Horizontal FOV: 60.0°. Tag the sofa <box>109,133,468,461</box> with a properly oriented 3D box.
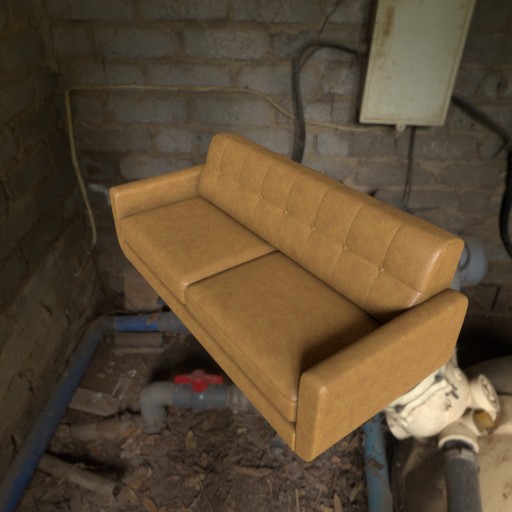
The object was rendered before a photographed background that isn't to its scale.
[{"bbox_3d":[0.000,0.000,2.610,0.980,0.892,2.137,-21,39,-29],"label":"sofa"}]
